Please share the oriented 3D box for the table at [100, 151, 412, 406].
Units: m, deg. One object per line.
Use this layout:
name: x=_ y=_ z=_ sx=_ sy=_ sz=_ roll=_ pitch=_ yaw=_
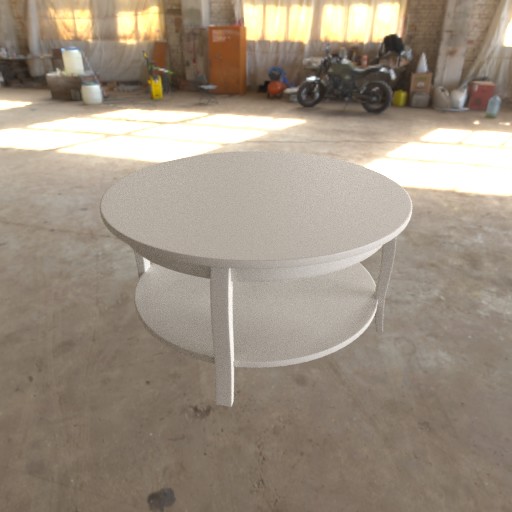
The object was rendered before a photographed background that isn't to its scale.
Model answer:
table: x=0.000 y=0.000 z=1.457 sx=0.910 sy=0.457 sz=0.910 roll=0 pitch=28 yaw=0
